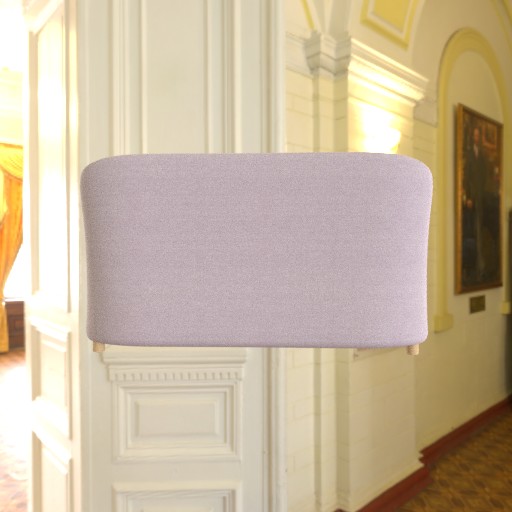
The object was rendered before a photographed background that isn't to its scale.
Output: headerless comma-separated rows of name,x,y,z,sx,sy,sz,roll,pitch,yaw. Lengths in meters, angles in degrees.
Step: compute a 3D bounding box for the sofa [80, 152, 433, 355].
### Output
sofa,0.000,0.000,1.859,1.452,0.721,0.705,0,0,2
